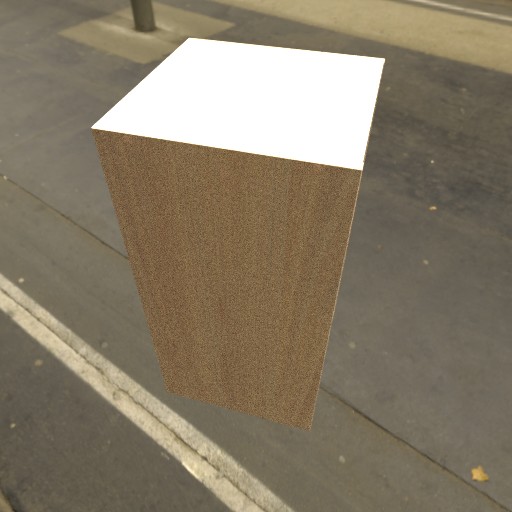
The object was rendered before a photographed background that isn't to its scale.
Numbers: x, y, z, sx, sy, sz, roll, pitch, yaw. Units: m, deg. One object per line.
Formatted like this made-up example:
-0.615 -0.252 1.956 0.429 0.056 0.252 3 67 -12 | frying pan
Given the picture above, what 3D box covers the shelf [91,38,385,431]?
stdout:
0.000 0.000 0.768 0.297 0.594 0.290 11 46 11 | shelf
